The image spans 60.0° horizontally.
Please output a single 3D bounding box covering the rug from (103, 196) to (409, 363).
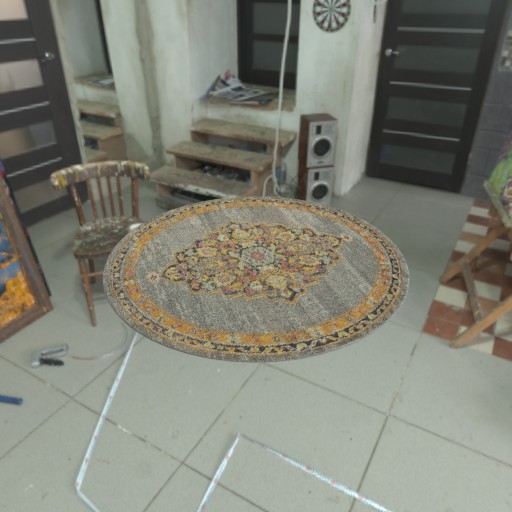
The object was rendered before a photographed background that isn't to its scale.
[{"bbox_3d":[0.000,0.000,3.589,2.382,0.014,2.382,0,31,0],"label":"rug"}]
